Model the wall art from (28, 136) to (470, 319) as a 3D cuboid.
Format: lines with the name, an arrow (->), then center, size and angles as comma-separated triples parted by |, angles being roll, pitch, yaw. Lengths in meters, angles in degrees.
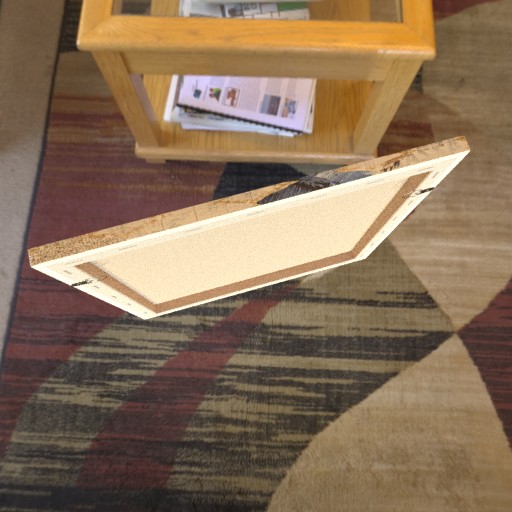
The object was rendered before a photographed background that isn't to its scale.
wall art -> 0.000, 0.000, 1.324 | 0.912, 0.914, 0.039 | -15, 76, -4
